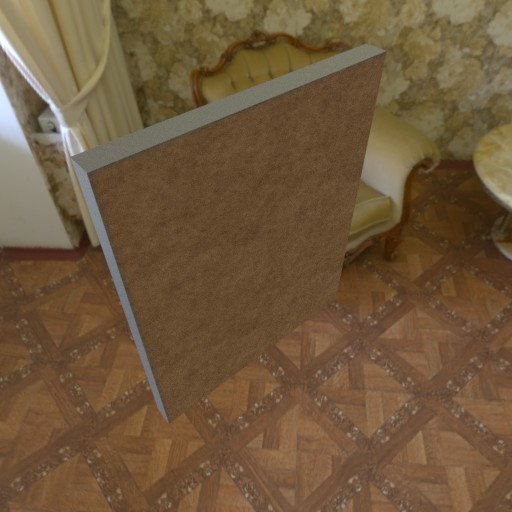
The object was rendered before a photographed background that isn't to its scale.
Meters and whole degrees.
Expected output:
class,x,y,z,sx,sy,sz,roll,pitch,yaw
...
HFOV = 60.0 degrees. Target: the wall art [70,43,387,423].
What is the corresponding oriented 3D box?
class,x,y,z,sx,sy,sz,roll,pitch,yaw
wall art,0.000,0.000,0.730,0.453,0.554,0.037,-31,53,-27
